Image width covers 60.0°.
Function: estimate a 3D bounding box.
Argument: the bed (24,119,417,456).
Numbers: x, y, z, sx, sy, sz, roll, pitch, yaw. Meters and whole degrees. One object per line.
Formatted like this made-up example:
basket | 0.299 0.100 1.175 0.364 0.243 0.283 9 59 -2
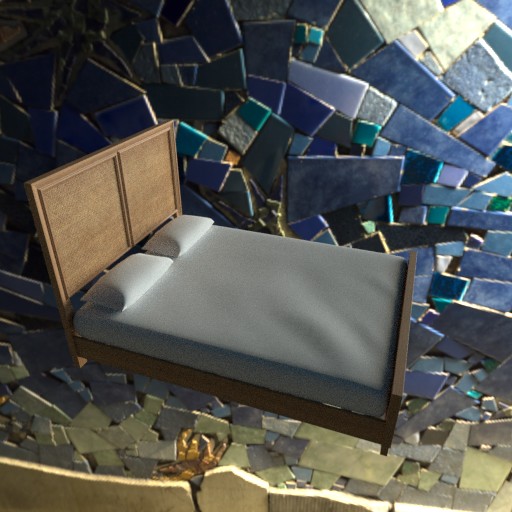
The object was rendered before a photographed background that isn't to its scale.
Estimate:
bed | 0.000 0.000 3.158 2.184 1.387 1.606 10 32 17
